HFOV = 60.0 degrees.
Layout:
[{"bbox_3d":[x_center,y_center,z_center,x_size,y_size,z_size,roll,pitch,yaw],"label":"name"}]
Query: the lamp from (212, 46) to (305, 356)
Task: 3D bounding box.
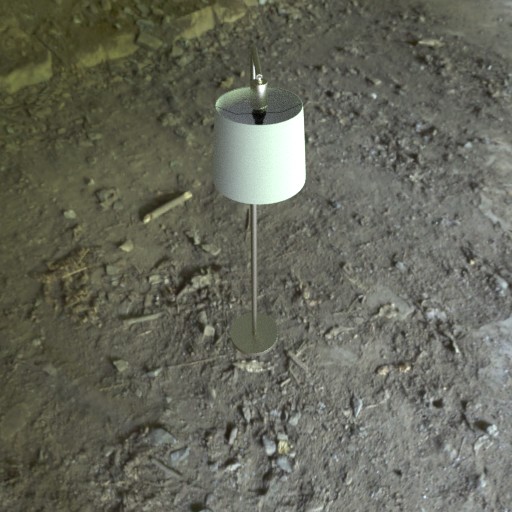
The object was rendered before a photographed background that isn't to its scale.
[{"bbox_3d":[0.000,0.000,1.638,0.254,1.478,0.508,-3,47,-2],"label":"lamp"}]
